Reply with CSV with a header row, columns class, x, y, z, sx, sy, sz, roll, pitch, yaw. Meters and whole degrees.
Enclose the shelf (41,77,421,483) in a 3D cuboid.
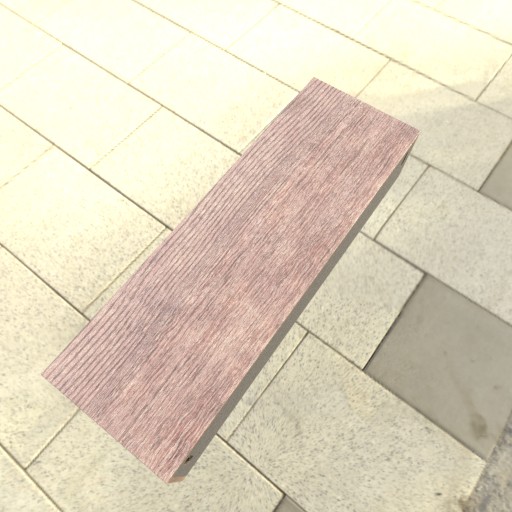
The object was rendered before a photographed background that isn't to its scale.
class,x,y,z,sx,sy,sz,roll,pitch,yaw
shelf,0.000,0.000,0.672,0.200,0.125,0.610,33,69,15
